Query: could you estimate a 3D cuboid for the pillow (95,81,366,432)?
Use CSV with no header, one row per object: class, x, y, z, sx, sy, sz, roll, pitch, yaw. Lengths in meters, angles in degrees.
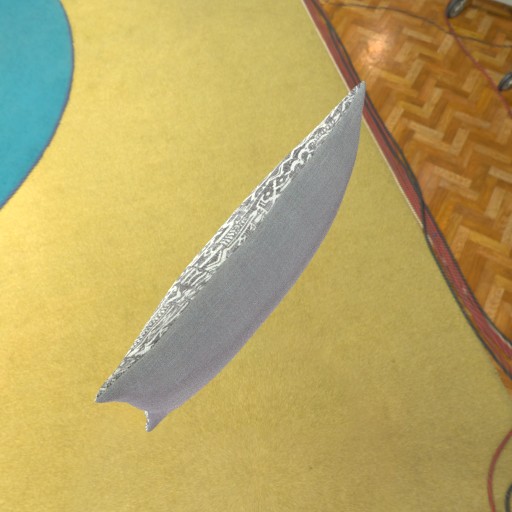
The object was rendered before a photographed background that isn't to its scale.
pillow,0.000,0.000,0.730,0.148,0.290,0.631,33,68,15
